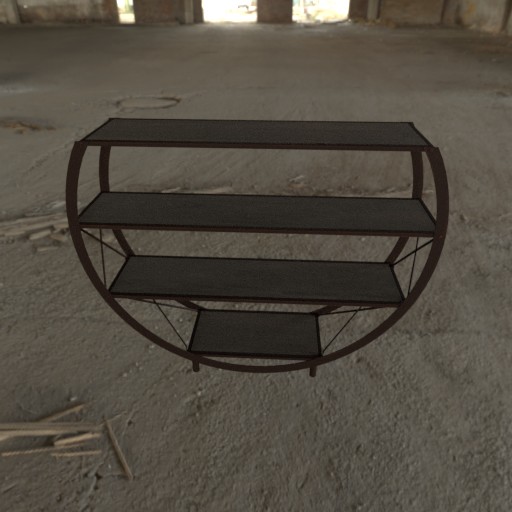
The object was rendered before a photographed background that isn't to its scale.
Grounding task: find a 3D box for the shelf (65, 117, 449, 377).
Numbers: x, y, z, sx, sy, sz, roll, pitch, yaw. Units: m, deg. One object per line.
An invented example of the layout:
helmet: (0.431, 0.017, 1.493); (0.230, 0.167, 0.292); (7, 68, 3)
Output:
shelf: (0.000, 0.000, 1.893); (1.403, 1.063, 0.344); (2, 30, 3)
